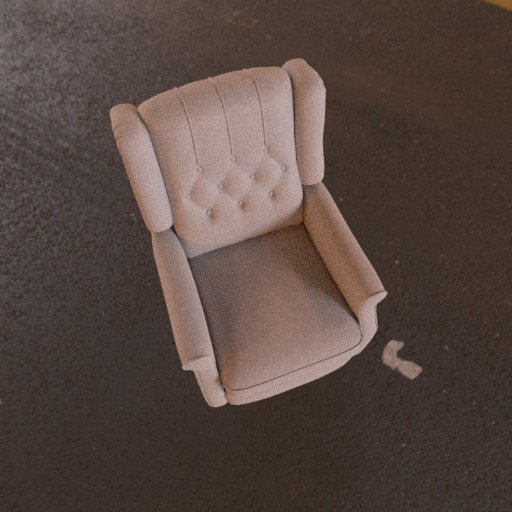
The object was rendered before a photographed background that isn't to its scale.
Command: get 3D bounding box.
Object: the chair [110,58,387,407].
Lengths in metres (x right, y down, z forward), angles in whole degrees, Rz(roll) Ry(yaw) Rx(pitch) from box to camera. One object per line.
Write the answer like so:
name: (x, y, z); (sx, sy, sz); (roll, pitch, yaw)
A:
chair: (0.000, 0.000, 1.661); (0.742, 1.035, 0.902); (-18, 65, -9)
